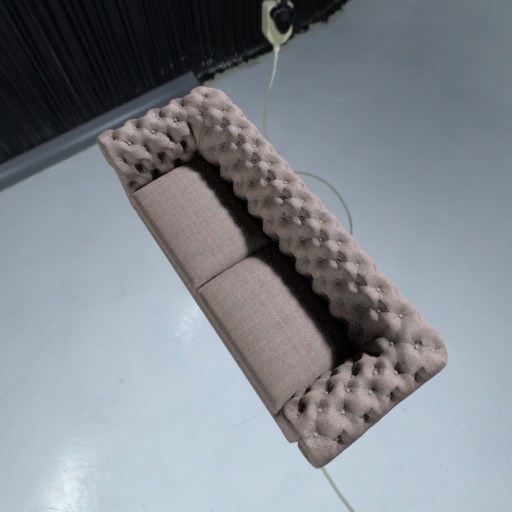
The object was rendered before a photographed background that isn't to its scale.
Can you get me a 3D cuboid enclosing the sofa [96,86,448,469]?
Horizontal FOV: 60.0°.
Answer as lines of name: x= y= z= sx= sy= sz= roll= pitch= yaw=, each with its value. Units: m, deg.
sofa: x=0.000 y=0.000 z=2.846 sx=0.944 sy=0.787 sz=2.385 roll=-32 pitch=68 yaw=-14
